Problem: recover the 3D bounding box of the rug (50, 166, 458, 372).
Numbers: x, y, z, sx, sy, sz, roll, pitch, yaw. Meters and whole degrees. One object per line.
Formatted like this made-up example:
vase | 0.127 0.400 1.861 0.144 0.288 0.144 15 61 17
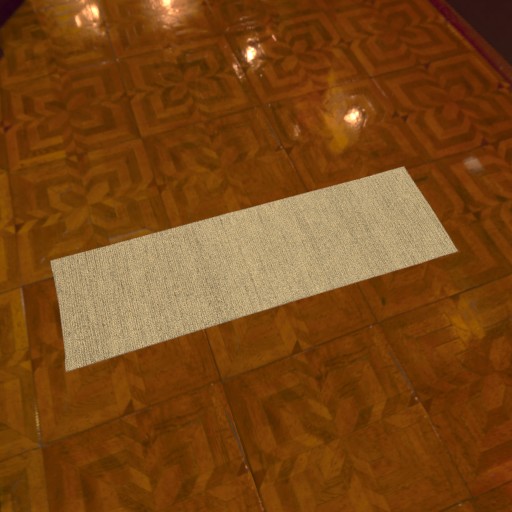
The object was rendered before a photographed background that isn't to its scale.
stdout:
rug | 0.000 0.000 2.622 2.320 0.032 0.692 -16 62 -9
